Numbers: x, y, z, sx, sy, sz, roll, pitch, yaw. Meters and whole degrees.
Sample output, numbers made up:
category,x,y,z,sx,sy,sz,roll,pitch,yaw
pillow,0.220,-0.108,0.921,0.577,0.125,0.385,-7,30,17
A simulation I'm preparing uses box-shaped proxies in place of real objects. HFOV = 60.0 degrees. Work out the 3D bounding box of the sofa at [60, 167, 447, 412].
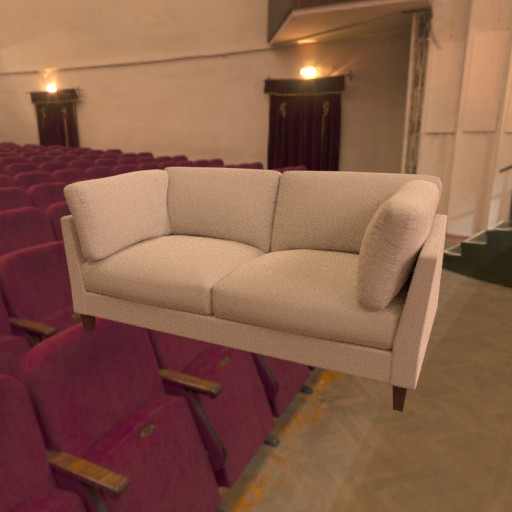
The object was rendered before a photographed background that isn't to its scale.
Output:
category,x,y,z,sx,sy,sz,roll,pitch,yaw
sofa,0.000,0.000,2.282,1.776,0.836,0.970,7,16,25
